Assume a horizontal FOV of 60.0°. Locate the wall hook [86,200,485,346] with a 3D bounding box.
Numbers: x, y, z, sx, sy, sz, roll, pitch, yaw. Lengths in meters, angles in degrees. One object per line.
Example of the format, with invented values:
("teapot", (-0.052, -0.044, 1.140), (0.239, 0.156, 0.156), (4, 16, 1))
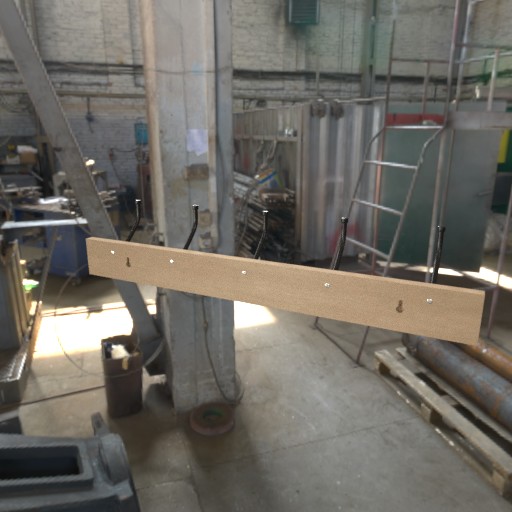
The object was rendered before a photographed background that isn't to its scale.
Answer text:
("wall hook", (0.000, 0.000, 0.619), (0.571, 0.117, 0.071), (8, 18, 25))
